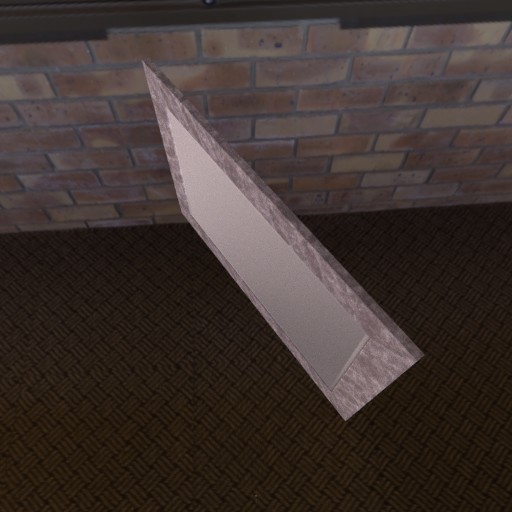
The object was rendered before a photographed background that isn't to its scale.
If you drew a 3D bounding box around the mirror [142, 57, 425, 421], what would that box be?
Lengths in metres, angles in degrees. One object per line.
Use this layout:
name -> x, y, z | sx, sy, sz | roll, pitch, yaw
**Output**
mirror -> 0.000, 0.000, 1.437 | 0.022, 0.795, 1.101 | -33, 66, -16
